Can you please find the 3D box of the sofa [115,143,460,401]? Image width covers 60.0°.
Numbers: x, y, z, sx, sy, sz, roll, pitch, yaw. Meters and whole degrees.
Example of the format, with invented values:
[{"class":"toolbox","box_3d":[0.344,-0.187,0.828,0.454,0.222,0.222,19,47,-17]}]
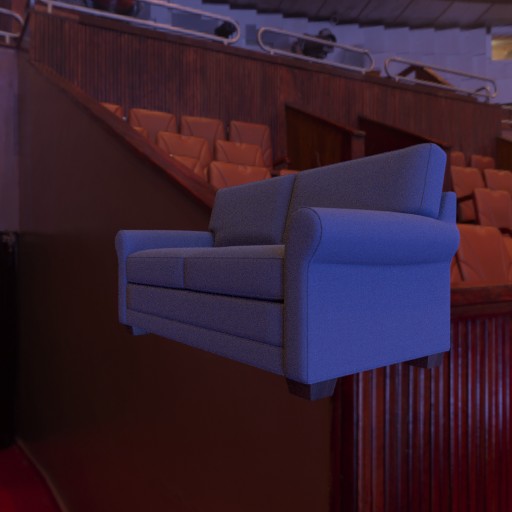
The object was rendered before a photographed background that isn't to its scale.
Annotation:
[{"class":"sofa","box_3d":[0.000,0.000,2.489,0.940,1.020,1.930,0,0,-37]}]
